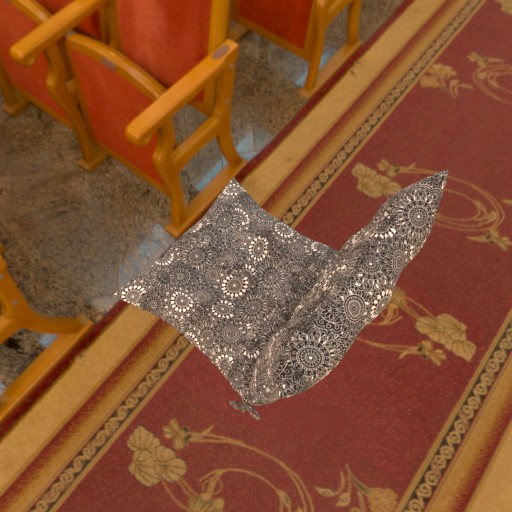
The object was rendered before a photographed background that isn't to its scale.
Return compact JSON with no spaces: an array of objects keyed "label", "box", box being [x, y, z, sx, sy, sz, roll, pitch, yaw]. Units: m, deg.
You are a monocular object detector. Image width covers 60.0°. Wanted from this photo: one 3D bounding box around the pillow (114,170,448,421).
[{"label":"pillow","box":[0.000,0.000,1.014,0.585,0.536,0.541,36,69,16]}]
